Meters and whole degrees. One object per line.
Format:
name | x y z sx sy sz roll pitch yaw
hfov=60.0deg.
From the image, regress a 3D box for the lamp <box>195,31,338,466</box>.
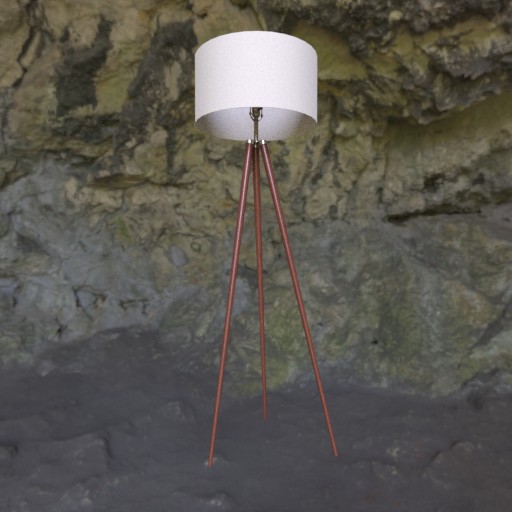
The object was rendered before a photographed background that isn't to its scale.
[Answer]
lamp | 0.000 0.000 1.774 0.483 1.553 0.483 -1 1 -35
